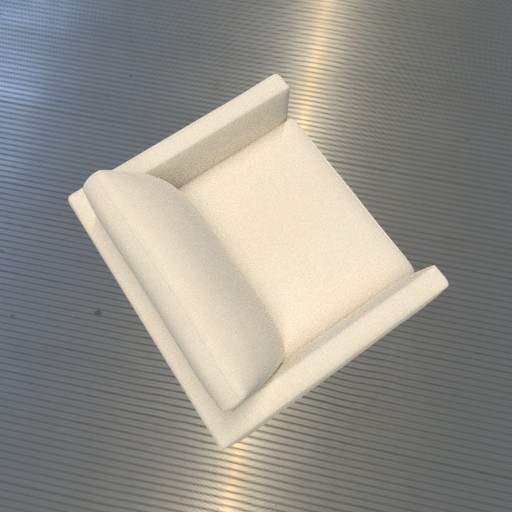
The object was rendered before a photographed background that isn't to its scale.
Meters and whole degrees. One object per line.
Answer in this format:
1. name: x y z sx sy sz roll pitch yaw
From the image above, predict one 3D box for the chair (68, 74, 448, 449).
1. chair: 0.000 0.000 1.616 0.875 0.806 0.964 -33 77 -9
